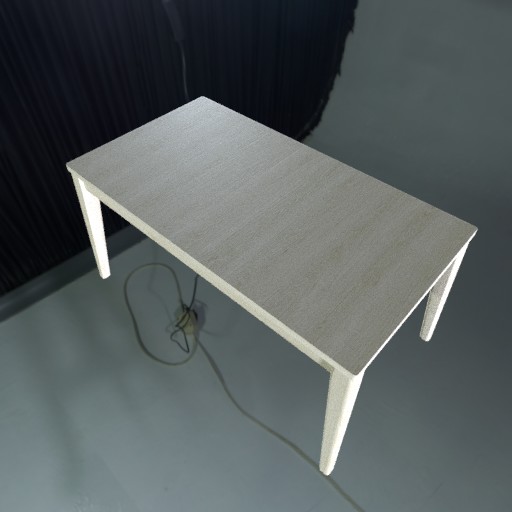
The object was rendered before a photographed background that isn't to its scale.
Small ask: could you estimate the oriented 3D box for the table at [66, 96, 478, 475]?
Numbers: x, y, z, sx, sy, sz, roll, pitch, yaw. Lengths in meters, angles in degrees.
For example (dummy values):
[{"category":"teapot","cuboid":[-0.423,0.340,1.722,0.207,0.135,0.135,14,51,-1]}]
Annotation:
[{"category":"table","cuboid":[0.000,0.000,2.114,1.600,0.760,0.900,34,56,27]}]
